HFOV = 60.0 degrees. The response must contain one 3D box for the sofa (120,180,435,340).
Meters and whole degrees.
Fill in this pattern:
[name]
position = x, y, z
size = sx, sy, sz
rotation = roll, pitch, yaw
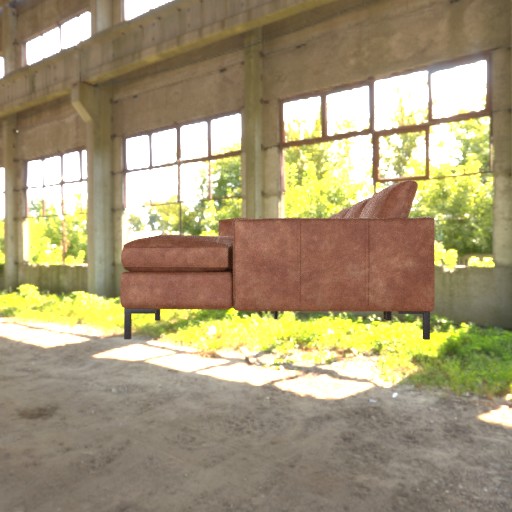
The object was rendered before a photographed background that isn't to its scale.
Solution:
[sofa]
position = 0.000, 0.000, 3.832
size = 1.939, 0.900, 2.956
rotation = 0, 0, 0
